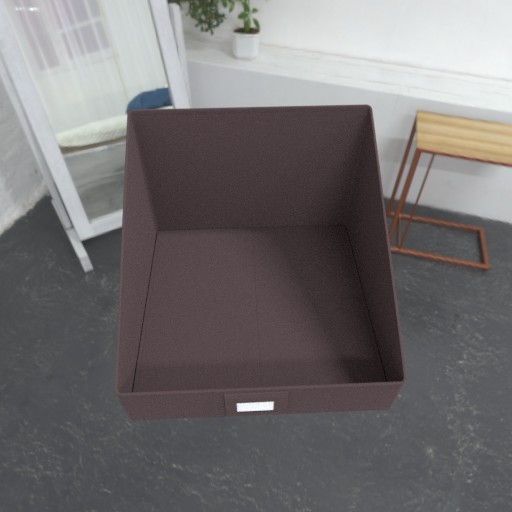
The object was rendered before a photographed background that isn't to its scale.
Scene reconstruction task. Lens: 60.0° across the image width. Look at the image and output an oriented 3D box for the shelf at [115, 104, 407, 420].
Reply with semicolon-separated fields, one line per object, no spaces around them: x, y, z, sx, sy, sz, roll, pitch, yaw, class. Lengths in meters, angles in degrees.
0.000;0.000;0.507;0.292;0.210;0.292;-2;47;-2;shelf
